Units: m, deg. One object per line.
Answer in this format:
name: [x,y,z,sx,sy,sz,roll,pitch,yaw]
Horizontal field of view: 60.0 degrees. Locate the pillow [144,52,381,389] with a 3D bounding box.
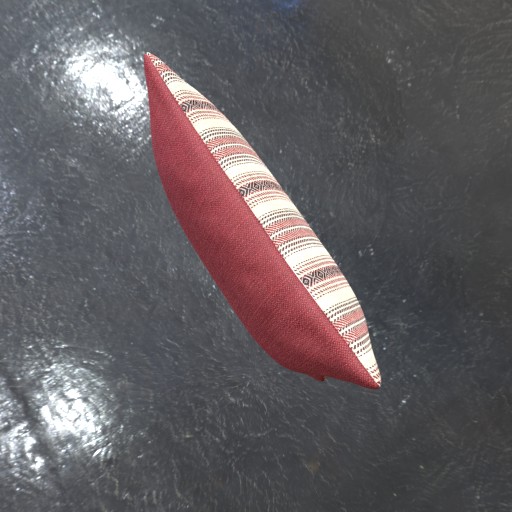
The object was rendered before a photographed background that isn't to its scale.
pillow: [0.000,0.000,0.766,0.166,0.497,0.513,-32,78,-8]
